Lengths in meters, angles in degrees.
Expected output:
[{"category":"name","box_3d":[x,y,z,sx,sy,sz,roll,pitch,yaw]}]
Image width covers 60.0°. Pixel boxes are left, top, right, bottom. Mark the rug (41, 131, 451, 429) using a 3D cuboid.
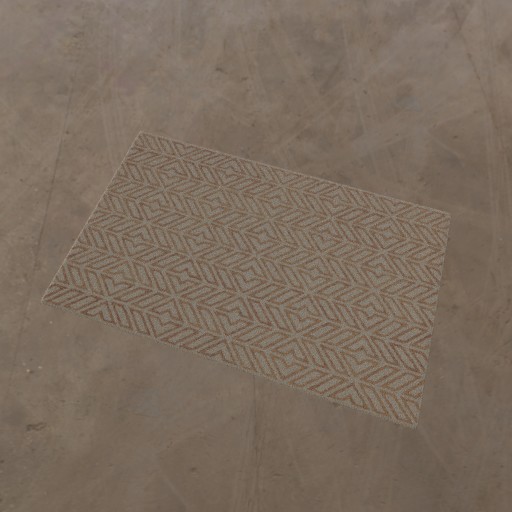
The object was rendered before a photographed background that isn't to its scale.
[{"category":"rug","box_3d":[0.000,0.000,3.013,2.438,0.008,1.523,17,65,8]}]
